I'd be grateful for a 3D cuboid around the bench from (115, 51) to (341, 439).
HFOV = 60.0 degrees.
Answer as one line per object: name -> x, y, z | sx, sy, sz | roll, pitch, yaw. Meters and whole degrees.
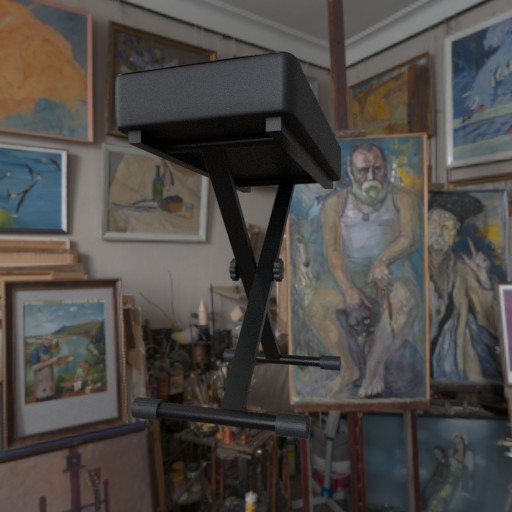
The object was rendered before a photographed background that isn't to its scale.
bench -> 0.000, 0.000, 0.930 | 0.300, 0.561, 0.600 | 0, 0, 17
